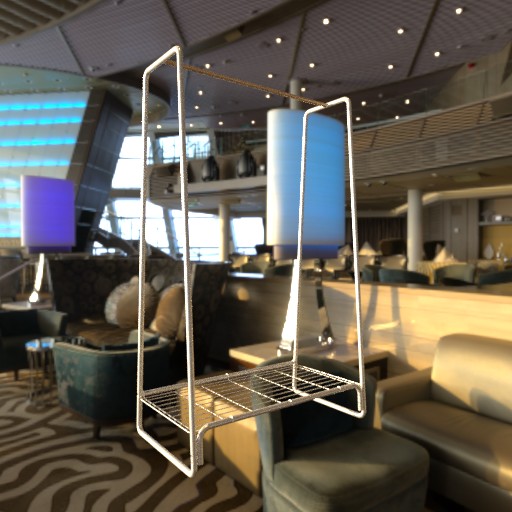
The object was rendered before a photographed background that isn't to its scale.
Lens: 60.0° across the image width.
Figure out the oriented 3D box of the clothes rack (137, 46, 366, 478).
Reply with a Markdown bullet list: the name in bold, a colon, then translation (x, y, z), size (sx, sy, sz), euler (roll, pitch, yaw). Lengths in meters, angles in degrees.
- **clothes rack**: translation (0.000, 0.000, 1.939), size (0.900, 1.500, 0.495), euler (-1, 1, -37)
